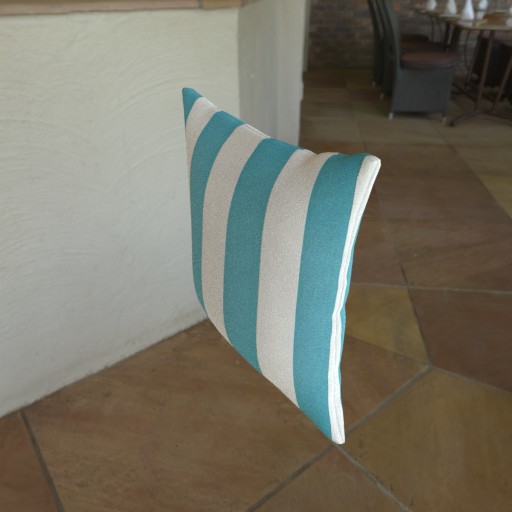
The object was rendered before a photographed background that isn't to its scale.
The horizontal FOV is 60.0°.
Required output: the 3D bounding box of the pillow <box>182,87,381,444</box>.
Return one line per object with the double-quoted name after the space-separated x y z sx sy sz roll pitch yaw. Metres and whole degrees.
0.000 0.000 0.839 0.189 0.526 0.536 -20 37 -29 "pillow"
